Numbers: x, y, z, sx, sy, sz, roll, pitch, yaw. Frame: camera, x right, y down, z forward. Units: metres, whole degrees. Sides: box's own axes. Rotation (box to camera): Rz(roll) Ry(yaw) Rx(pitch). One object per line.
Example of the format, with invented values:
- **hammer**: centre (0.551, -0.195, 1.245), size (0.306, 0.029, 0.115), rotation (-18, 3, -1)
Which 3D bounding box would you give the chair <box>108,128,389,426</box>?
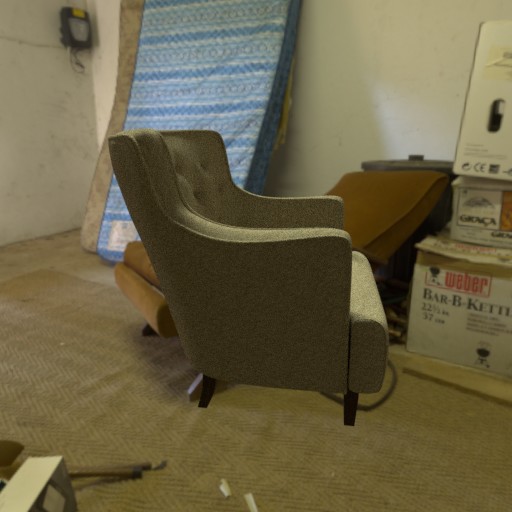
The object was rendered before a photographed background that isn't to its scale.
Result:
- **chair**: centre (0.000, 0.000, 1.687), size (0.910, 0.920, 0.820), rotation (2, 16, 9)
